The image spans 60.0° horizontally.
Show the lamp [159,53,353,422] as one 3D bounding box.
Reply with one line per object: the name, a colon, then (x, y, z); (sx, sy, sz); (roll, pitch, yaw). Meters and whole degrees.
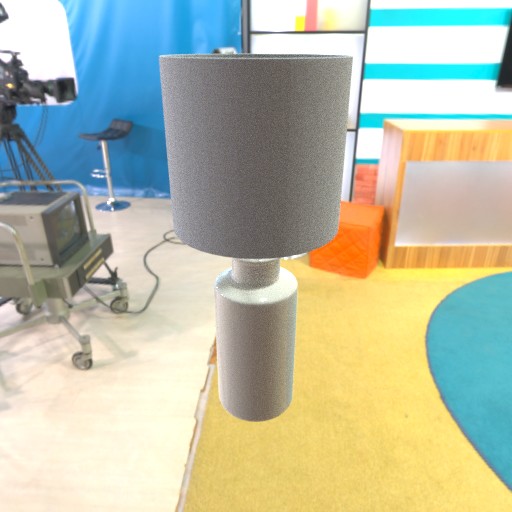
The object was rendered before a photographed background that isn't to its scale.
lamp: (0.000, 0.000, 0.598); (0.212, 0.493, 0.212); (-17, 30, -32)
